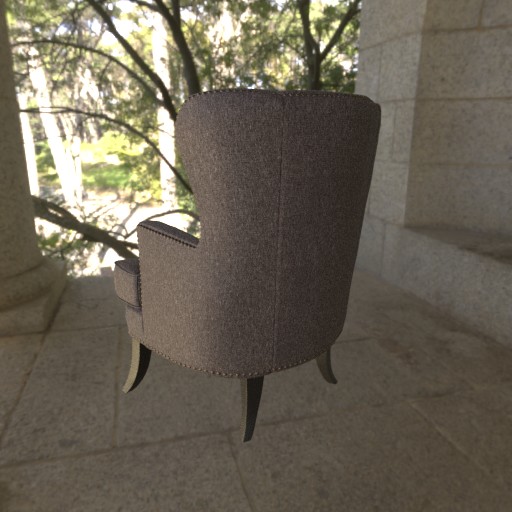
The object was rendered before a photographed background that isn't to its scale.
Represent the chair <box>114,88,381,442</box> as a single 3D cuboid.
[{"bbox_3d":[0.000,0.000,1.583,0.759,1.060,0.758,-15,21,-43],"label":"chair"}]
